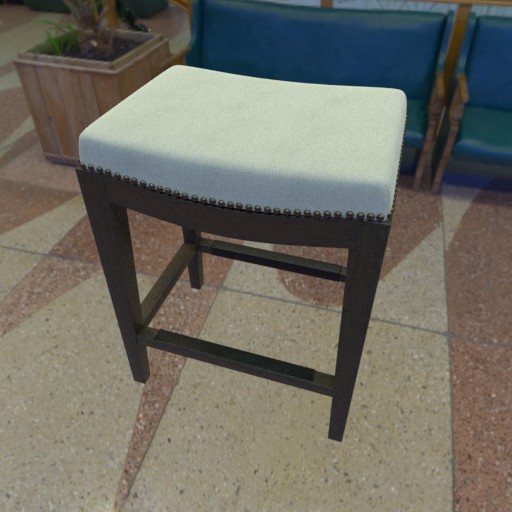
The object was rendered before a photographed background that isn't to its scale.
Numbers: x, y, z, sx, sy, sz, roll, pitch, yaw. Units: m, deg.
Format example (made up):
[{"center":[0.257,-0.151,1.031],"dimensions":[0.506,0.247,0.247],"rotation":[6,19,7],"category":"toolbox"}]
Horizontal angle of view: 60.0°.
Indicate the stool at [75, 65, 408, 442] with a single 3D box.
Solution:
[{"center":[0.000,0.000,0.930],"dimensions":[0.500,0.642,0.361],"rotation":[12,42,13],"category":"stool"}]
